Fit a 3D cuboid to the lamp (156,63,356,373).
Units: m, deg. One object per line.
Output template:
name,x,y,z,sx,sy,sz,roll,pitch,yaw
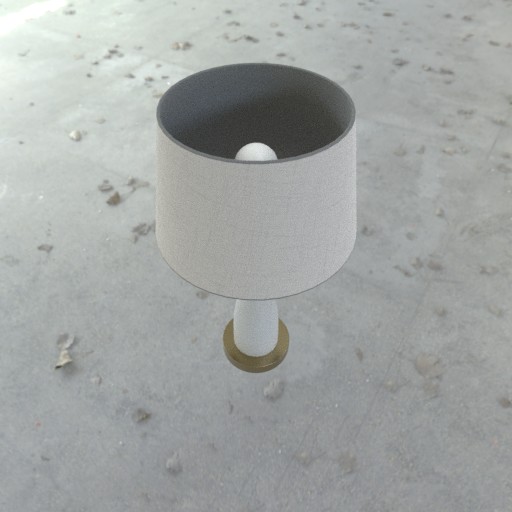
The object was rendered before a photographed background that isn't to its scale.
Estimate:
lamp,0.000,0.000,0.746,0.309,0.545,0.309,0,47,0
